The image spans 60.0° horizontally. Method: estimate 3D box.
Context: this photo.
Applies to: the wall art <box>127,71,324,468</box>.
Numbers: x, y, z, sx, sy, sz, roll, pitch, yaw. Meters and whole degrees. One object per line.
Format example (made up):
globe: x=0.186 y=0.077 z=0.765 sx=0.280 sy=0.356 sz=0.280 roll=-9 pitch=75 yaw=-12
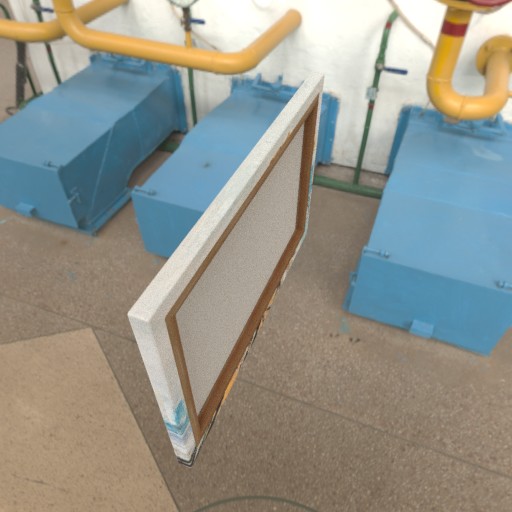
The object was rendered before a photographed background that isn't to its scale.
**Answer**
wall art: x=0.000 y=0.000 z=1.162 sx=0.038 sy=0.609 sz=0.913 roll=17 pitch=48 yaw=15
